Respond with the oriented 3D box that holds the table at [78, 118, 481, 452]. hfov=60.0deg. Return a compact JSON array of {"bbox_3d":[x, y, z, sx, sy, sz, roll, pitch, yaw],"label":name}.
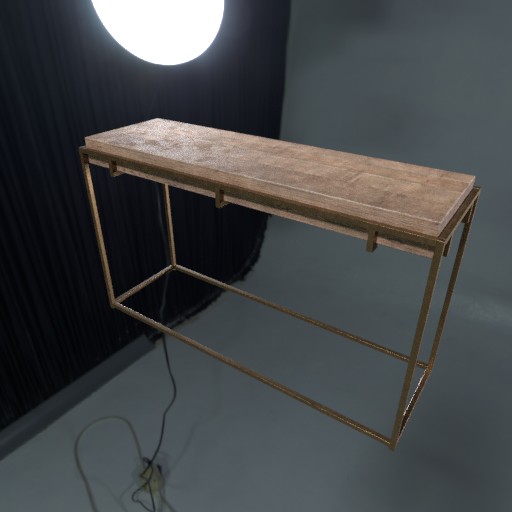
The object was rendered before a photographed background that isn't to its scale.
[{"bbox_3d":[0.000,0.000,1.751,1.400,0.820,0.440,19,35,29],"label":"table"}]
